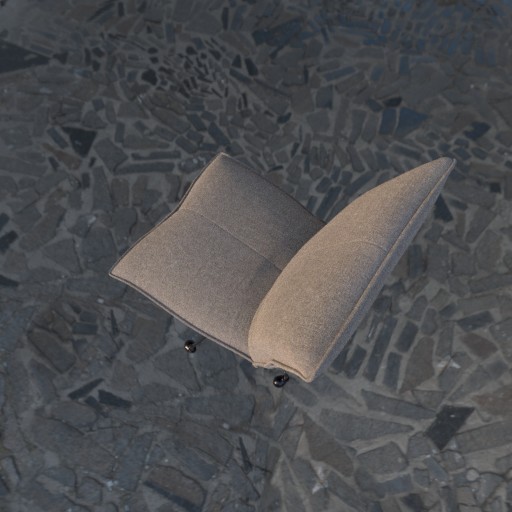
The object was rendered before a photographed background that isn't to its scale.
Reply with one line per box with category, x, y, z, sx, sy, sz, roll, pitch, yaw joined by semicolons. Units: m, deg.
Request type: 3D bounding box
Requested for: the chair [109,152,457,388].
chair;0.000;0.000;1.304;0.696;0.811;0.597;33;68;15
